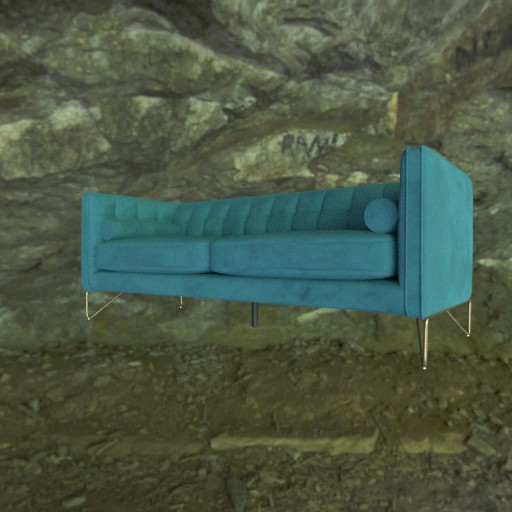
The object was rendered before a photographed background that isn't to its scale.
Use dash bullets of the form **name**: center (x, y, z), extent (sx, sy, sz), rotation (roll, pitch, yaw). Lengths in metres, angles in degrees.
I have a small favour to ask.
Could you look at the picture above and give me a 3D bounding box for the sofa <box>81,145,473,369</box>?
- **sofa**: center (0.000, 0.000, 2.459), extent (2.087, 0.789, 0.867), rotation (0, 0, 36)
